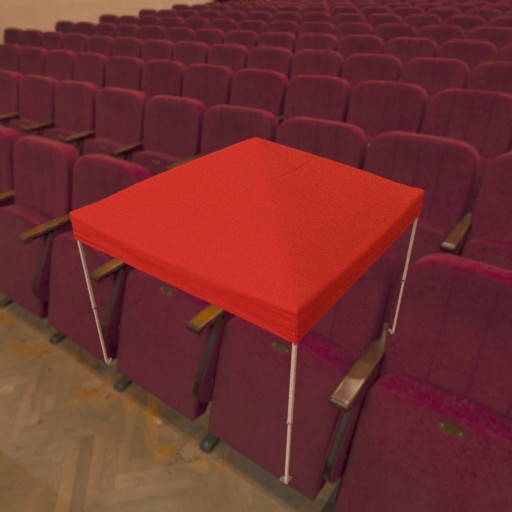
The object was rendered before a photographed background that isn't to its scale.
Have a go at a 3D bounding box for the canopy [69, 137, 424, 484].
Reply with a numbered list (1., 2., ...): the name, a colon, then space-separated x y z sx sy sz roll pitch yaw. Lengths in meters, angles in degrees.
1. canopy: 0.000 0.000 5.563 2.998 2.997 2.996 21 37 31
